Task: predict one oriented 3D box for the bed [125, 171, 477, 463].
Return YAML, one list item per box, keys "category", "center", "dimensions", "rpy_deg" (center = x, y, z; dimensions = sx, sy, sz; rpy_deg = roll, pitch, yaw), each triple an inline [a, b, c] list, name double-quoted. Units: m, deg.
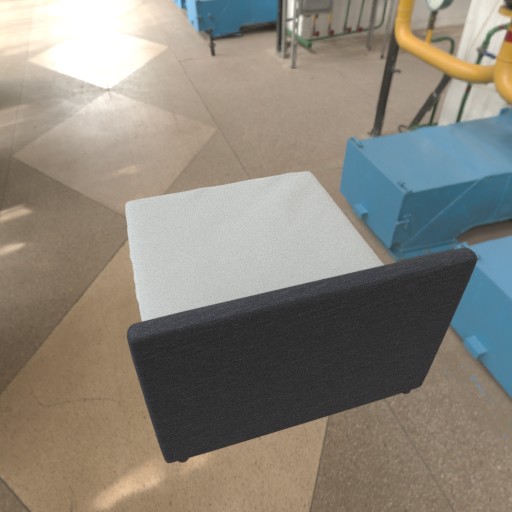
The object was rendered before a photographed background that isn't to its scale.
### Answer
- category: "bed"
  center: [0.000, 0.000, 3.288]
  dimensions: [1.884, 1.330, 2.142]
  rpy_deg: [-12, 43, -13]
